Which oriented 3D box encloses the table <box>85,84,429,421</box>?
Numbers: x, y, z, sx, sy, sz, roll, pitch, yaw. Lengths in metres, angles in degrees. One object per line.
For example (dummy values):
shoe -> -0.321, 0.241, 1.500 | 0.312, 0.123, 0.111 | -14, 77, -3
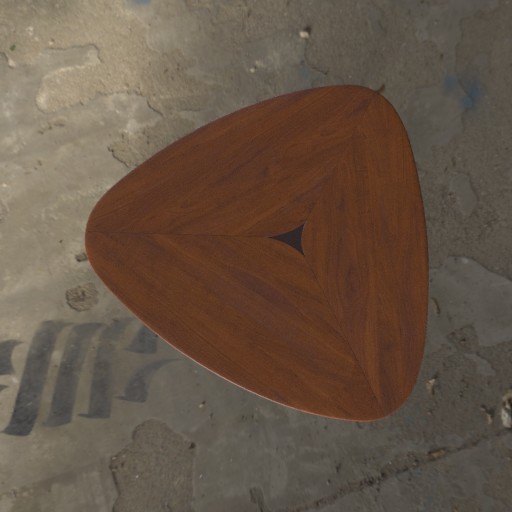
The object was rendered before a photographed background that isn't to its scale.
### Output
table -> 0.000, 0.000, 1.261 | 0.821, 0.413, 0.833 | 1, 76, 0
